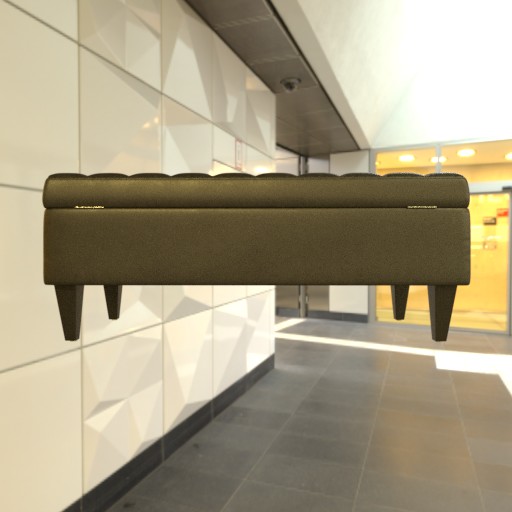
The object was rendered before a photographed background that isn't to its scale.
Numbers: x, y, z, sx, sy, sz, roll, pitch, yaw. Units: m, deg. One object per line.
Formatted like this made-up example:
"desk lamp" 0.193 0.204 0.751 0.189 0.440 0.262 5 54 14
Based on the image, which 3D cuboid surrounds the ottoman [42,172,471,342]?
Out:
"ottoman" 0.000 0.000 1.411 1.151 0.469 0.482 0 1 0
